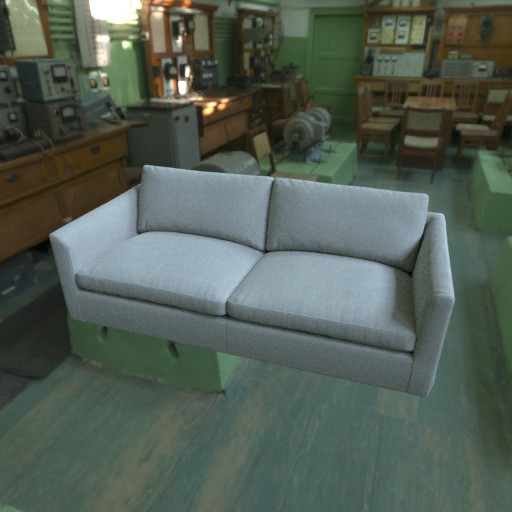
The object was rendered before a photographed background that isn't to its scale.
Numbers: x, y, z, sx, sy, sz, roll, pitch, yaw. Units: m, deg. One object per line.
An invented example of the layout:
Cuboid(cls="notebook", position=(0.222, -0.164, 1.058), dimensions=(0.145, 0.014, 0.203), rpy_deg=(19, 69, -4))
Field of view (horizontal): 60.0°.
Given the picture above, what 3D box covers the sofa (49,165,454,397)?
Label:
Cuboid(cls="sofa", position=(0.000, 0.000, 2.846), dimensions=(2.588, 0.838, 1.090), rpy_deg=(9, 28, 17))
